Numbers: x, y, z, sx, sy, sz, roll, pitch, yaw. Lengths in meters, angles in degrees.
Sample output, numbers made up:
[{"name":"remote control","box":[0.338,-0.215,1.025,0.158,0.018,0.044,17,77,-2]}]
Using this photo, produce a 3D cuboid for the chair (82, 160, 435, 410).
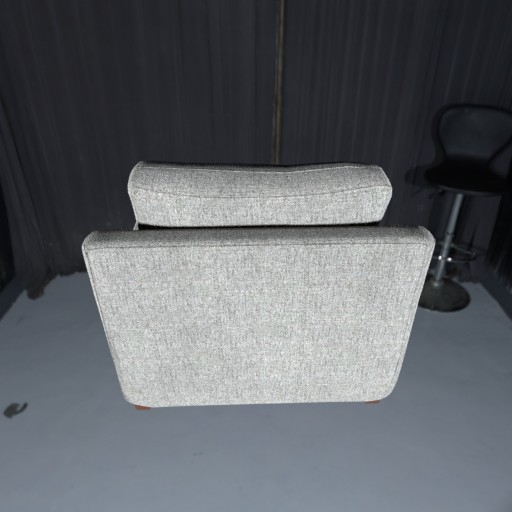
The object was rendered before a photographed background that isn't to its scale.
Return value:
[{"name":"chair","box":[0.000,0.000,1.984,1.138,1.037,1.009,-1,30,-2]}]
